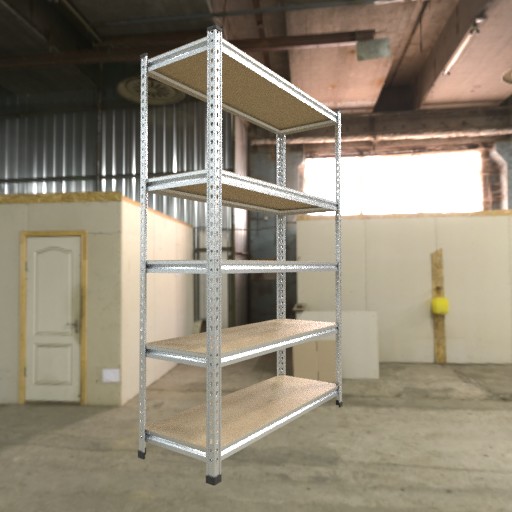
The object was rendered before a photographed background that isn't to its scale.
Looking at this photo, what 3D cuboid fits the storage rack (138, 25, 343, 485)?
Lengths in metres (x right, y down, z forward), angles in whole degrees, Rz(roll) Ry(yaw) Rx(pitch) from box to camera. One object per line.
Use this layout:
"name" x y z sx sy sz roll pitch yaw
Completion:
"storage rack" 0.000 0.000 2.384 0.457 1.829 1.219 -1 -2 35
